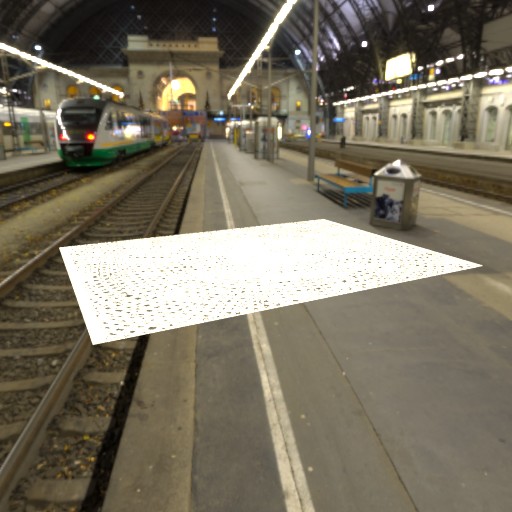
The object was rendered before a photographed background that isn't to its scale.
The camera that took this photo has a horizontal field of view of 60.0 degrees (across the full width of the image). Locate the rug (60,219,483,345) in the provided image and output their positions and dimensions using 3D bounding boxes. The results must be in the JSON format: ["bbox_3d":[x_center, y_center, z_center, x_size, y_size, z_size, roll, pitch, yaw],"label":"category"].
[{"bbox_3d":[0.000,0.000,2.103,1.634,0.003,1.190,-8,18,-26],"label":"rug"}]
